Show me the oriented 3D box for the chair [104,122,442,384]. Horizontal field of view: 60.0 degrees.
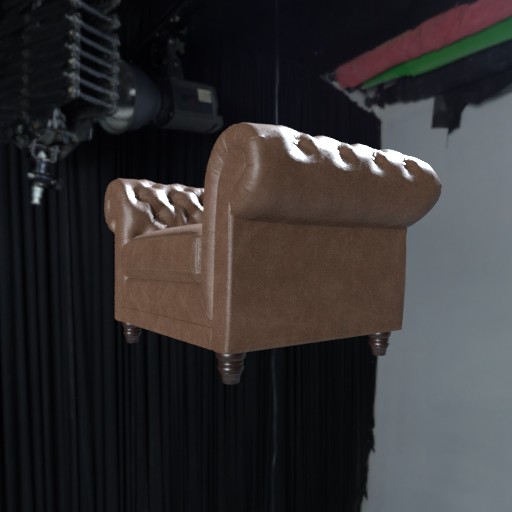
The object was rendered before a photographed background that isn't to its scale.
[{"bbox_3d":[0.000,0.000,1.917,0.954,0.784,1.298,1,-1,-36],"label":"chair"}]
